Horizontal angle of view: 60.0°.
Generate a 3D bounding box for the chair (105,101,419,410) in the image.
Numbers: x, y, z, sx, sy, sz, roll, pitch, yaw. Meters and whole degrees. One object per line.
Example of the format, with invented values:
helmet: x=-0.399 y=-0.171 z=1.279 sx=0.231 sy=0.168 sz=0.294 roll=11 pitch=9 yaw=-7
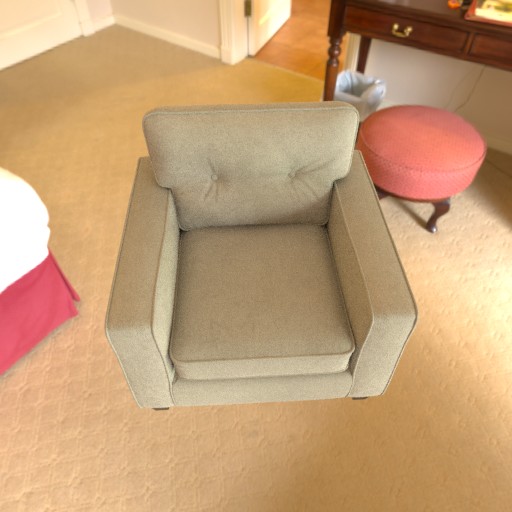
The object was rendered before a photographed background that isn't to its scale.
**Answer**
chair: x=0.000 y=0.000 z=1.795 sx=1.015 sy=0.965 sz=0.939 roll=-2 pitch=48 yaw=-2
